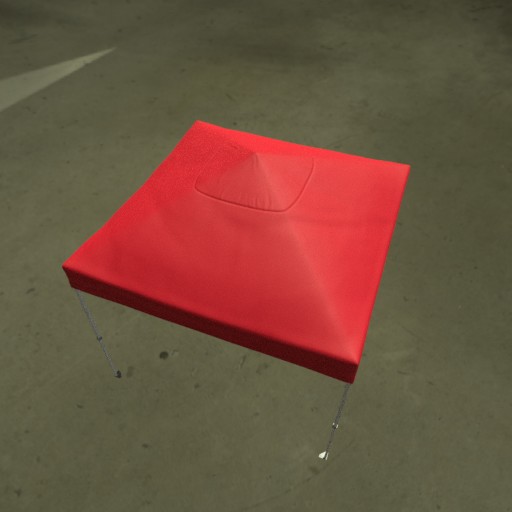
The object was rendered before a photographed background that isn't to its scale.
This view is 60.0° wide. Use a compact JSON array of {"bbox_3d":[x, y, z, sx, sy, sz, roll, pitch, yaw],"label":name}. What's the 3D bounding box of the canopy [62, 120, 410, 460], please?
[{"bbox_3d":[0.000,0.000,5.492,2.998,2.997,2.996,16,49,15],"label":"canopy"}]
